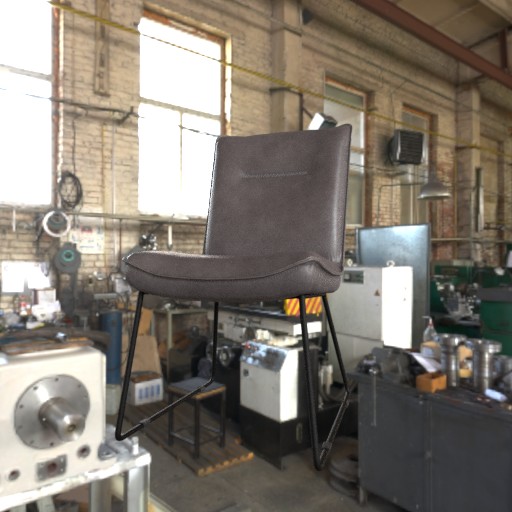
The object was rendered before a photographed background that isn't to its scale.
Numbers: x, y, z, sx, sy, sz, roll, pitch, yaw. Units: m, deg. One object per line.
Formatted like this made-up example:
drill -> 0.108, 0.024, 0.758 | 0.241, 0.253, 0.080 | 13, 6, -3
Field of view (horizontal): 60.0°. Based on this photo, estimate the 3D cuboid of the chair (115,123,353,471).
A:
chair -> 0.000, 0.000, 1.333 | 0.515, 0.932, 0.688 | 0, -1, 18
